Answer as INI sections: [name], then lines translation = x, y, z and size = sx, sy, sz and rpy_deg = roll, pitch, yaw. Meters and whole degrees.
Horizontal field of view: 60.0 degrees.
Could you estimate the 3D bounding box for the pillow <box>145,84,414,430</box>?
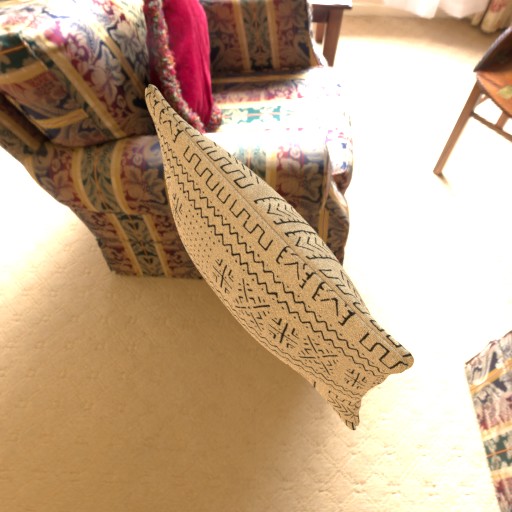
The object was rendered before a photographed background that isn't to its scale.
[pillow]
translation = 0.000, 0.000, 0.795
size = 0.188, 0.352, 0.637
rpy_deg = -32, 63, -18
